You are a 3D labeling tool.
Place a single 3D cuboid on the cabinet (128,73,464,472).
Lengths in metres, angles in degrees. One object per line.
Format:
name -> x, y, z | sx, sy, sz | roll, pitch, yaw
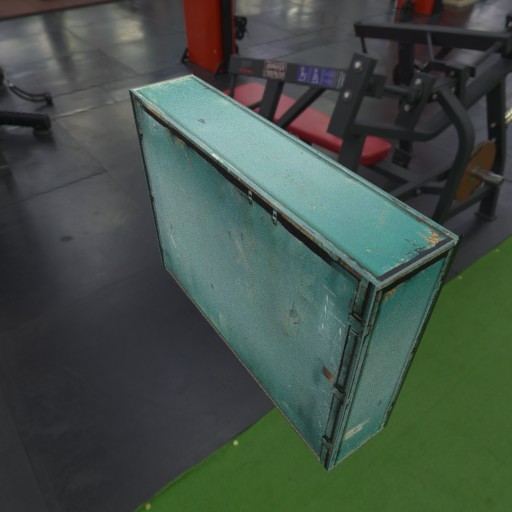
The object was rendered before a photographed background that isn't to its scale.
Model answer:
cabinet -> 0.000, 0.000, 3.922 | 0.680, 2.160, 3.001 | -25, 48, -25
